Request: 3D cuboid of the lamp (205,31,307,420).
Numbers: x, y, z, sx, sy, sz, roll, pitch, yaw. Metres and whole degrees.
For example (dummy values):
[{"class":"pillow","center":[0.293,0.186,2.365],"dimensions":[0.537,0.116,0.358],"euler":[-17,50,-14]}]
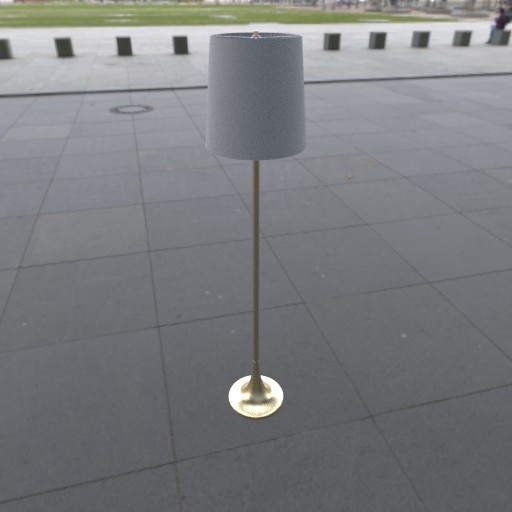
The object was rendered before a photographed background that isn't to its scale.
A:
[{"class":"lamp","center":[0.000,0.000,1.702],"dimensions":[0.337,1.543,0.337],"euler":[0,30,0]}]
